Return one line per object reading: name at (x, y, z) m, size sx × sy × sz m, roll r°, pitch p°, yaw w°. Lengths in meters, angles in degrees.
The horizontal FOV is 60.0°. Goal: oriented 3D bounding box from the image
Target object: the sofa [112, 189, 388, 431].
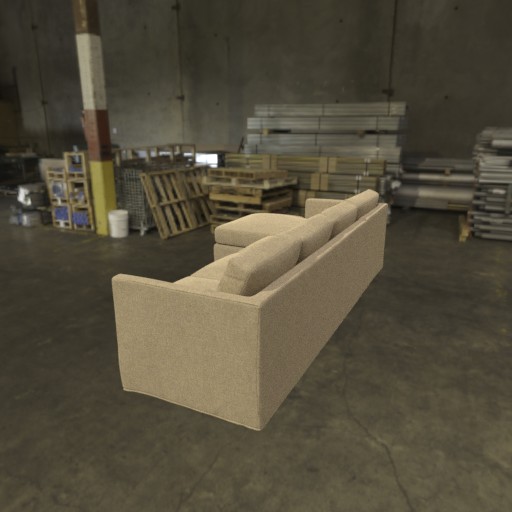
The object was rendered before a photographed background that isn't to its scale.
sofa at (0.000, 0.000, 3.852) m, size 1.638 × 0.920 × 3.198 m, roll 8°, pitch 18°, yaw 25°
